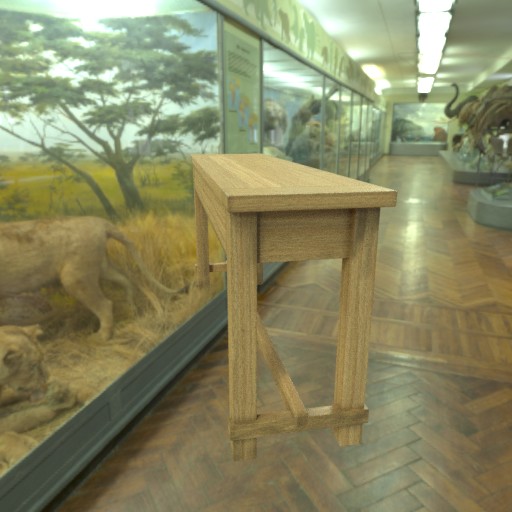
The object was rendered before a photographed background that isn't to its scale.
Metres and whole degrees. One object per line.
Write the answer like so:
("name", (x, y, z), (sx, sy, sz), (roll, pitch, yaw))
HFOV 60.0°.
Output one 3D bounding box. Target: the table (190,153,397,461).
("table", (0.000, 0.000, 1.890), (0.442, 0.762, 1.599), (-3, 17, -11))
